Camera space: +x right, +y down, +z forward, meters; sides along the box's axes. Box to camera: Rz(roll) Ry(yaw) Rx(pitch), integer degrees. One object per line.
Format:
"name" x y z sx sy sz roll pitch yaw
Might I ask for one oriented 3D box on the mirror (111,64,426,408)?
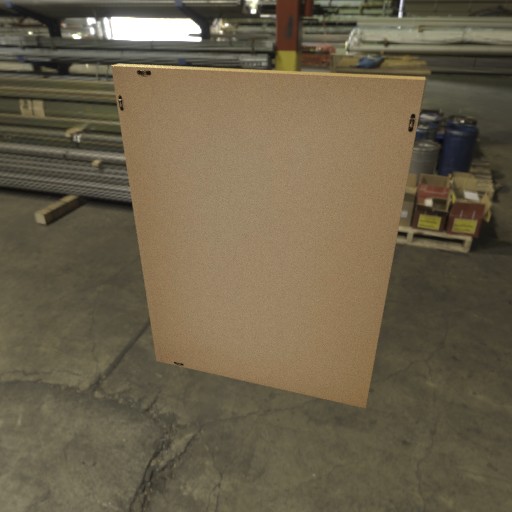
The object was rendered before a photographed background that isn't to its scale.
"mirror" 0.000 0.000 1.306 0.762 1.016 0.040 9 32 14
